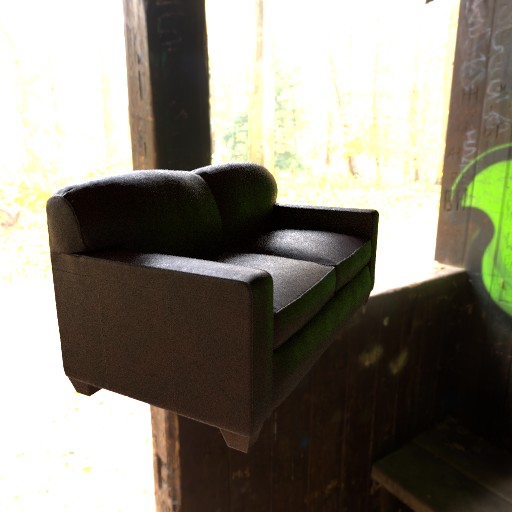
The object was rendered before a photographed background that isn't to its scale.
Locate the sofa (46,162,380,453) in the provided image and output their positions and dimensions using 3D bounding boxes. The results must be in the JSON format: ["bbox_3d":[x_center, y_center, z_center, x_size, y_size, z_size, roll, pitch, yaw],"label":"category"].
[{"bbox_3d":[0.000,0.000,2.431,1.000,0.966,1.856,7,16,27],"label":"sofa"}]
